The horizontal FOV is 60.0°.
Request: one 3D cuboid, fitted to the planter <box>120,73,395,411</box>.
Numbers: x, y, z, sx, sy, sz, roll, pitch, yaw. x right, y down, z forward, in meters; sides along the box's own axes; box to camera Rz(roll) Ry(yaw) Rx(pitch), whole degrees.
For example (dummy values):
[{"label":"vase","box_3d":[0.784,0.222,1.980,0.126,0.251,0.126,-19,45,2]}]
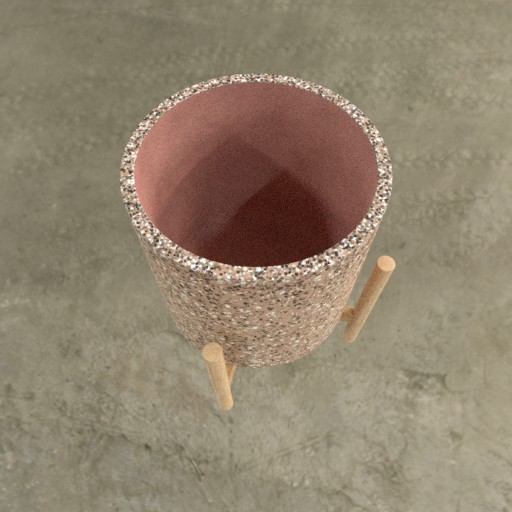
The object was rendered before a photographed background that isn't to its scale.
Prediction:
[{"label":"planter","box_3d":[0.000,0.000,0.678,0.360,0.419,0.360,35,65,19]}]
